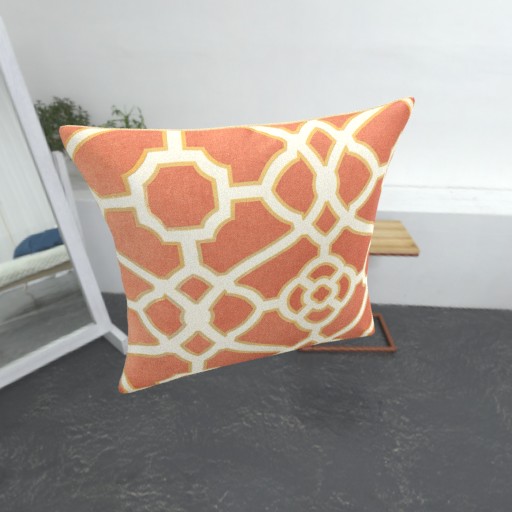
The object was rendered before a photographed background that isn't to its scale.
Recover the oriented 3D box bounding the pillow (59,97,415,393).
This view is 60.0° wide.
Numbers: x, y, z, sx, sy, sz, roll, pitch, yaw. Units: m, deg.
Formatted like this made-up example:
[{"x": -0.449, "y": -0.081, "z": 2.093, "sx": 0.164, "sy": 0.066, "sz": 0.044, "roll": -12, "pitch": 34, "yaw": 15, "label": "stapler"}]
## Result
[{"x": 0.000, "y": 0.000, "z": 0.790, "sx": 0.552, "sy": 0.508, "sz": 0.166, "roll": -10, "pitch": 33, "yaw": -15, "label": "pillow"}]
